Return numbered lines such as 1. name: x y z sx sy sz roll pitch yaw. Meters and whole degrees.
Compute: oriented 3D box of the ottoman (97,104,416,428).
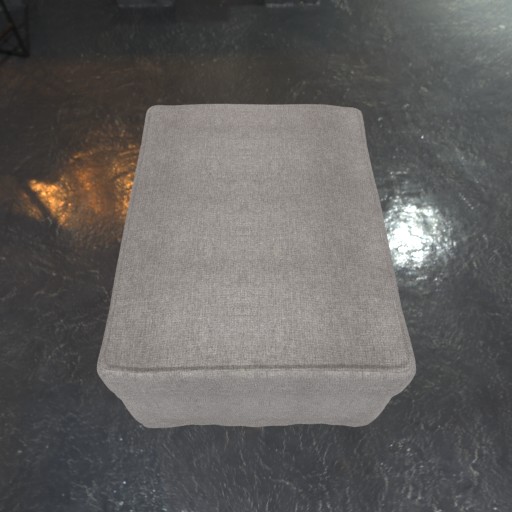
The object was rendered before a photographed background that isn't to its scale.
1. ottoman: 0.000 0.000 1.251 0.652 0.492 0.833 0 57 0
